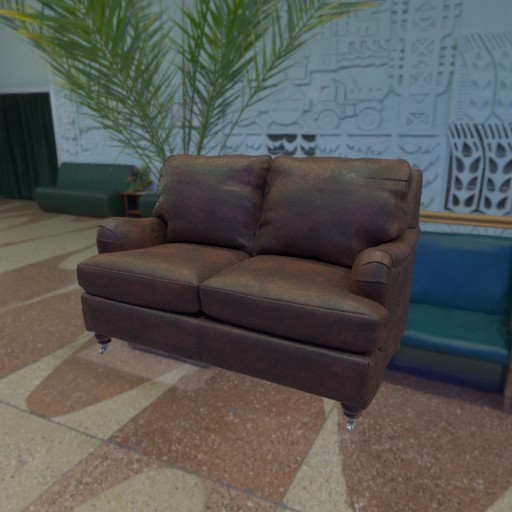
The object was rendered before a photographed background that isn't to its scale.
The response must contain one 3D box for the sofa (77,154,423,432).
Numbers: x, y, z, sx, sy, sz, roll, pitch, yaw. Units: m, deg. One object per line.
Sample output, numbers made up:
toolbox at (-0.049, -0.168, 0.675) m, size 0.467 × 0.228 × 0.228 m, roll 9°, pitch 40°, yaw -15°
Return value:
sofa at (0.000, 0.000, 2.437) m, size 1.628 × 1.070 × 1.148 m, roll 8°, pitch 18°, yaw 27°
